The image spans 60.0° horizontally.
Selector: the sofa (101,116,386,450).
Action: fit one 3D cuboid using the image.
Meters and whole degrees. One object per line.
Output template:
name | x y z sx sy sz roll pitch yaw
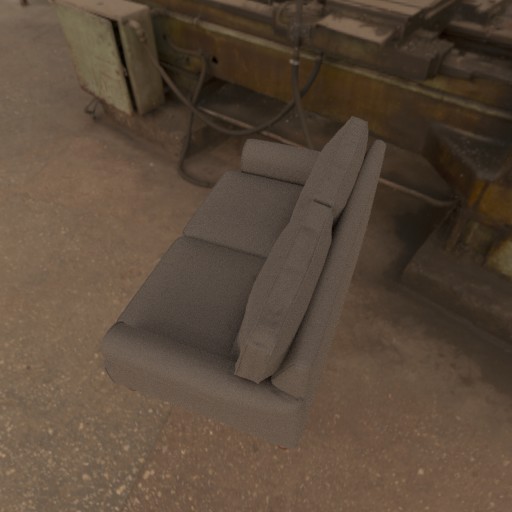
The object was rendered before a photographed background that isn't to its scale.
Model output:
sofa | 0.000 0.000 2.285 0.964 0.937 1.665 16 49 14
